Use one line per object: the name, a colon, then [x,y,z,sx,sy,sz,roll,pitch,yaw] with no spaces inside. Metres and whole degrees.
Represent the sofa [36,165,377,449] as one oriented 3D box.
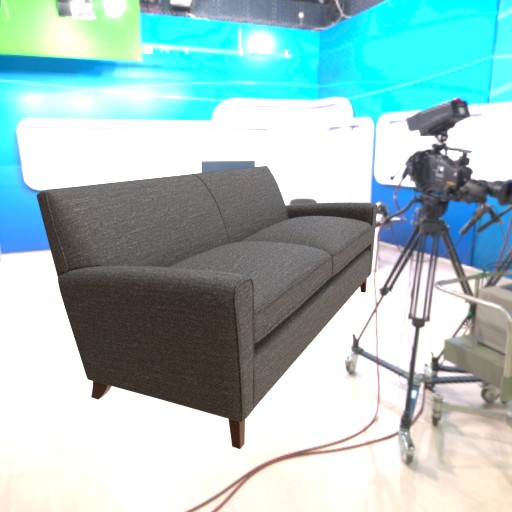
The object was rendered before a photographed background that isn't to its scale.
sofa: [0.000,0.000,2.376,0.875,0.846,1.976,7,16,26]
